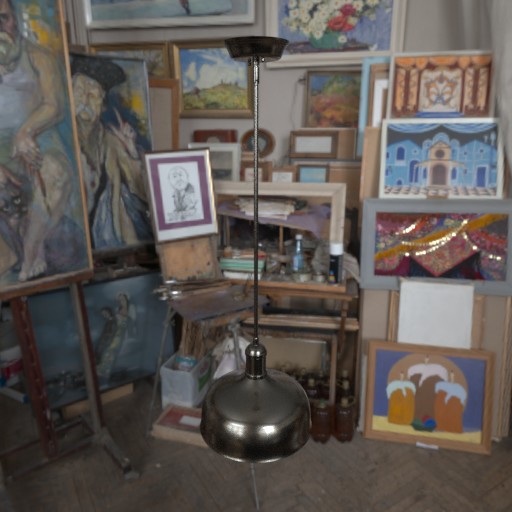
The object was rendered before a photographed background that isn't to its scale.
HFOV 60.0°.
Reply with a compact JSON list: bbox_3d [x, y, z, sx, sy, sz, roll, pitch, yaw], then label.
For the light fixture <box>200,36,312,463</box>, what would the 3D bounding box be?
[{"bbox_3d":[0.000,0.000,1.063,0.299,0.935,0.299,-7,18,-24],"label":"light fixture"}]
